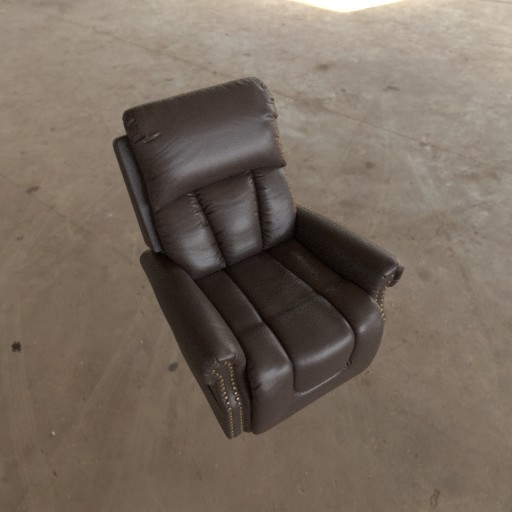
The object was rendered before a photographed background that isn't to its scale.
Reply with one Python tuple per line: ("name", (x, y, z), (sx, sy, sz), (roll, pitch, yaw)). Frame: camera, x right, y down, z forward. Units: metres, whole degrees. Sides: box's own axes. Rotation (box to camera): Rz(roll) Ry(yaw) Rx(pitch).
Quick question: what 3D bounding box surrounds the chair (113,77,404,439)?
("chair", (0.000, 0.000, 1.755), (0.869, 1.028, 0.978), (-24, 49, -22))
